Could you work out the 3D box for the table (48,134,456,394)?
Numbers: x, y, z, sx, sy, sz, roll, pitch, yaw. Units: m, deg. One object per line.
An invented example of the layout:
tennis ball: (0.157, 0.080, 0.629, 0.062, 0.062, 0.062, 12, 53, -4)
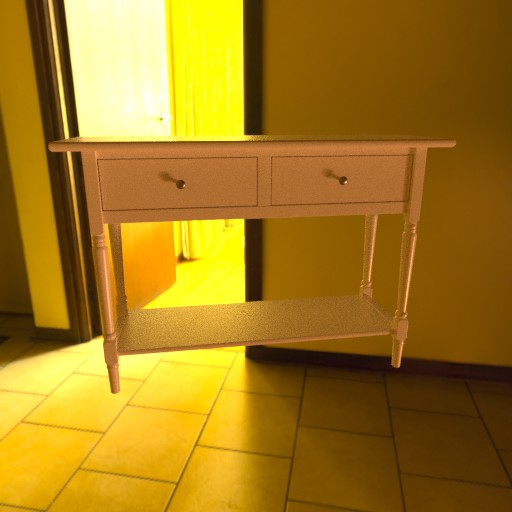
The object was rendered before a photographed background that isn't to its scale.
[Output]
table: (0.000, 0.000, 1.576, 1.191, 0.814, 0.386, -3, 18, -9)
